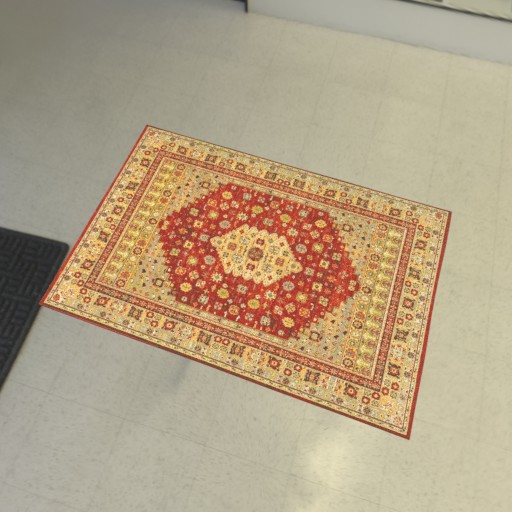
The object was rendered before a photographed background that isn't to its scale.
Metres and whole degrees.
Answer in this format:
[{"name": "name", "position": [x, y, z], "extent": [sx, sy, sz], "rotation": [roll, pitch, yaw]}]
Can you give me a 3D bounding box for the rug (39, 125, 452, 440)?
[{"name": "rug", "position": [0.000, 0.000, 2.250], "extent": [1.802, 0.013, 1.194], "rotation": [18, 65, 8]}]
